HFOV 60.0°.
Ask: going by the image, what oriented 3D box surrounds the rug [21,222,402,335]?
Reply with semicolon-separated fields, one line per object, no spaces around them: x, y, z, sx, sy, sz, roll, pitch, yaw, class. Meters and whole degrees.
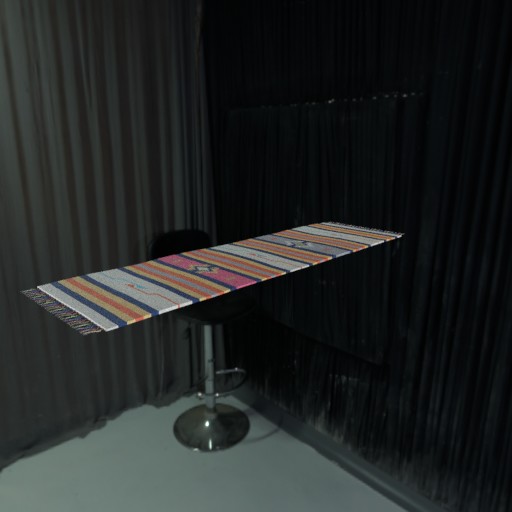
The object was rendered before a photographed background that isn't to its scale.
0.000;0.000;2.687;2.455;0.017;0.695;-15;21;-43;rug
